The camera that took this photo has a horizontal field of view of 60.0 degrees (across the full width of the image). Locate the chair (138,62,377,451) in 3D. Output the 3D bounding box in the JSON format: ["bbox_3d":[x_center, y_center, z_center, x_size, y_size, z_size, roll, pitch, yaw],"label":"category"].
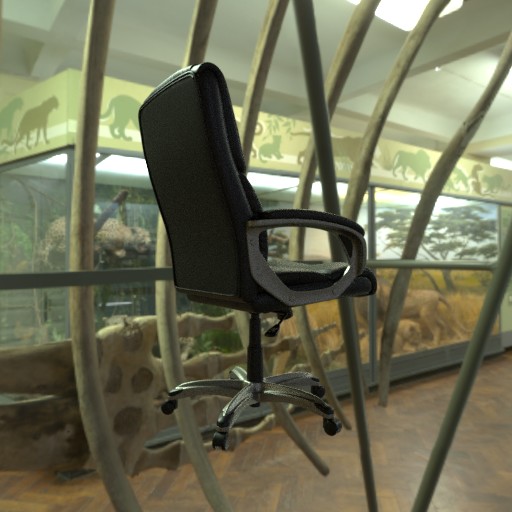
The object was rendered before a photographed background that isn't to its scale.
[{"bbox_3d":[0.000,0.000,1.627,0.739,1.155,0.663,0,0,-36],"label":"chair"}]
